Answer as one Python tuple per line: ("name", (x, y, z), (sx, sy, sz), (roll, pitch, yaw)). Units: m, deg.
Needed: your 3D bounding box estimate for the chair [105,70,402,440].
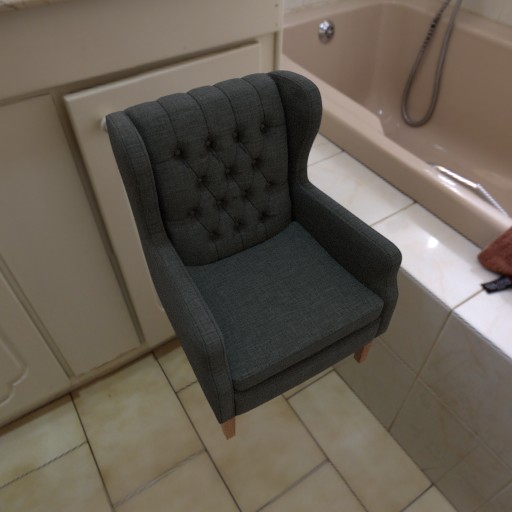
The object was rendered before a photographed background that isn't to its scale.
("chair", (0.000, 0.000, 1.539), (0.711, 0.953, 0.775), (-23, 50, -21))
